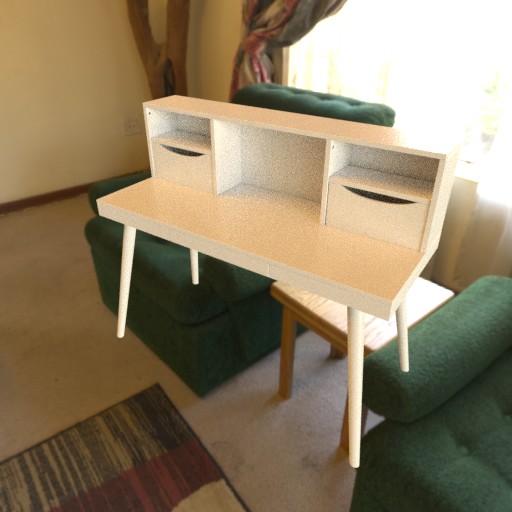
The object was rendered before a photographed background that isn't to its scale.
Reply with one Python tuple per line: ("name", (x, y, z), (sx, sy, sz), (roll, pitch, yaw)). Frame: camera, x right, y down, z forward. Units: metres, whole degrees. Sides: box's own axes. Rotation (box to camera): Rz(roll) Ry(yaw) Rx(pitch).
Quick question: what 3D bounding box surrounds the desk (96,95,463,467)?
("desk", (0.000, 0.000, 1.721), (1.199, 0.990, 0.559), (19, 36, 29))
